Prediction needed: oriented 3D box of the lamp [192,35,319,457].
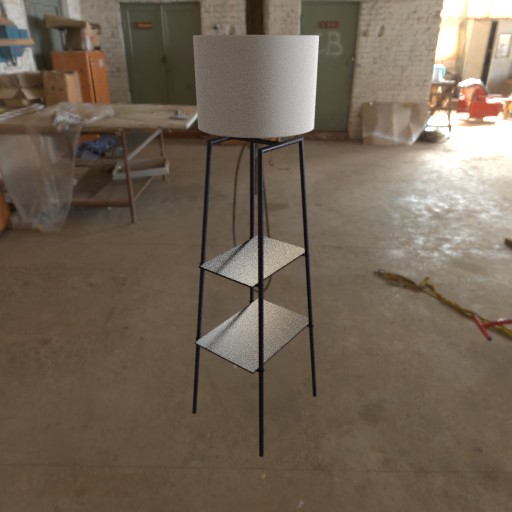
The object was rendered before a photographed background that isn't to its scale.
[{"bbox_3d":[0.000,0.000,1.655,0.384,1.474,0.427,19,32,33],"label":"lamp"}]
